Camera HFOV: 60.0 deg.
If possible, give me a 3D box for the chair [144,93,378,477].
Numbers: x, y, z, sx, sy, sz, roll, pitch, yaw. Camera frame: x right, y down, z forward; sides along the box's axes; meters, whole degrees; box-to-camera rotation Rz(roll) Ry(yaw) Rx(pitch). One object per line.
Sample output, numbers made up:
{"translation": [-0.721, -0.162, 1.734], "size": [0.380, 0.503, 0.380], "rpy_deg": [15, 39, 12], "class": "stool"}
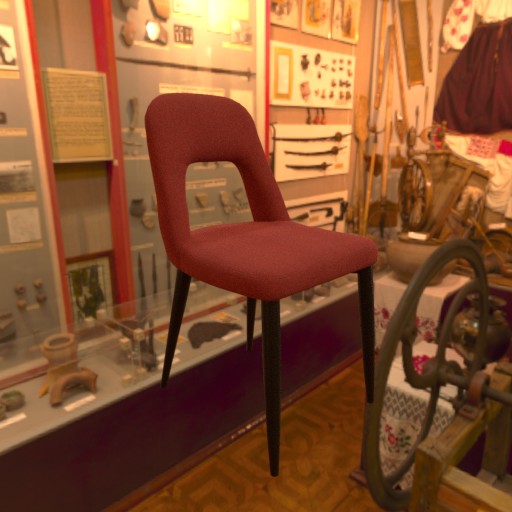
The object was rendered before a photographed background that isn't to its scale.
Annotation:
{"translation": [0.000, 0.000, 1.251], "size": [0.483, 0.892, 0.569], "rpy_deg": [-15, 21, -42], "class": "chair"}
